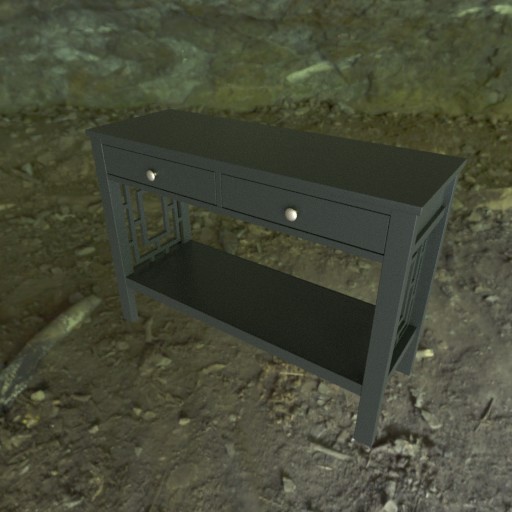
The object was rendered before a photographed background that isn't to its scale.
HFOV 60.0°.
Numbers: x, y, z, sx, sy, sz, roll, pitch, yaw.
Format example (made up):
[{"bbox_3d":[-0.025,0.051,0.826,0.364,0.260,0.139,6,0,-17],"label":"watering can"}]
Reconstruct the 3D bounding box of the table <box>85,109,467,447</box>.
[{"bbox_3d":[0.000,0.000,1.467,1.068,0.753,0.397,19,35,30],"label":"table"}]
